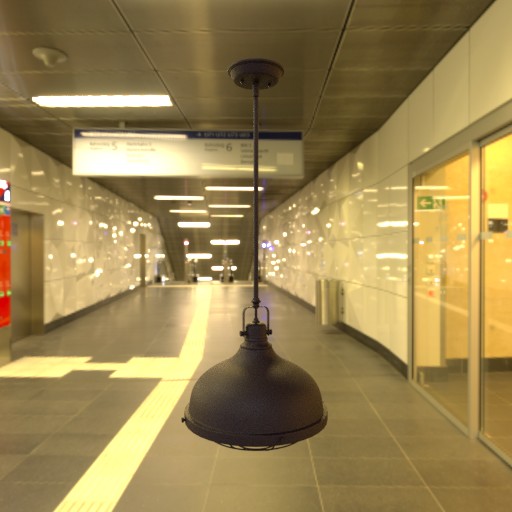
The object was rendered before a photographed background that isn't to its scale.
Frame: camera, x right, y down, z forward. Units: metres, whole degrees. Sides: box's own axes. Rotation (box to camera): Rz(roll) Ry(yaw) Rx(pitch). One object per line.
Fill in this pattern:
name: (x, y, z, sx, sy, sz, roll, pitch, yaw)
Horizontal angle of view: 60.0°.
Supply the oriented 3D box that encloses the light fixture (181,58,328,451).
light fixture: (0.000, 0.000, 1.018, 0.341, 0.849, 0.341, 0, 0, -18)
